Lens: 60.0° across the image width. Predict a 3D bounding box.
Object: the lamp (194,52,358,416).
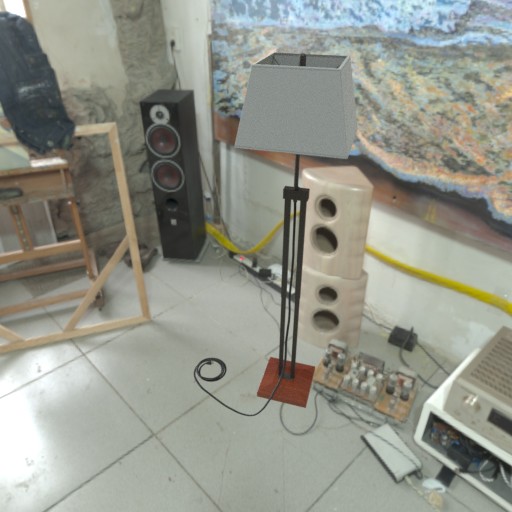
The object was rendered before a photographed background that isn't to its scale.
[{"bbox_3d":[0.000,0.000,2.041,0.745,1.712,0.472,9,34,14],"label":"lamp"}]
